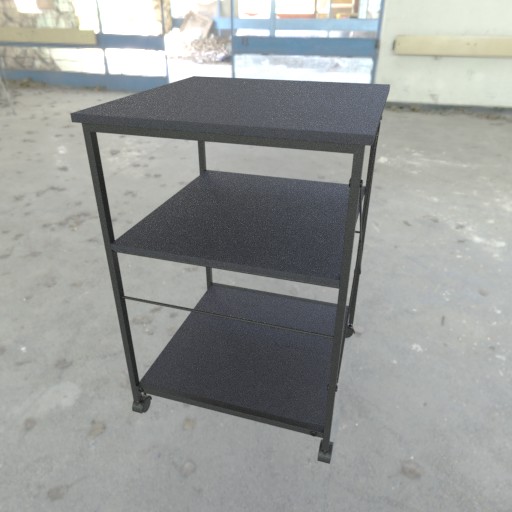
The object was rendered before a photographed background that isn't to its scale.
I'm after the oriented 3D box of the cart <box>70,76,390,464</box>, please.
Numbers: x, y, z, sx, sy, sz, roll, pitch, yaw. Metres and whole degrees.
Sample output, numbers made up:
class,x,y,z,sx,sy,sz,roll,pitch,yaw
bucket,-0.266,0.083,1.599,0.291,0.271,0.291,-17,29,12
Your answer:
class,x,y,z,sx,sy,sz,roll,pitch,yaw
cart,0.000,0.000,1.110,0.520,0.762,0.521,9,30,15
